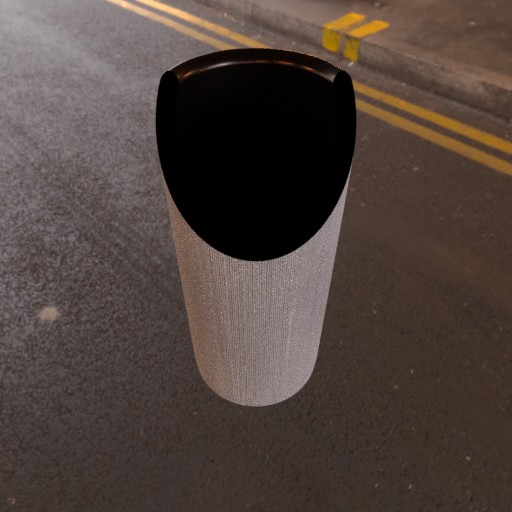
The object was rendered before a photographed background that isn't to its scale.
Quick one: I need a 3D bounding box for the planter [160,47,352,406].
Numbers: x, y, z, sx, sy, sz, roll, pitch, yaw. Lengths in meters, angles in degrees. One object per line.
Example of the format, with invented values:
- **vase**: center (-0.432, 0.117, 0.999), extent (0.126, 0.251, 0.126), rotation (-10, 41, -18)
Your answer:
- **planter**: center (0.000, 0.000, 0.131), extent (0.045, 0.103, 0.045), rotation (-4, 46, -3)
